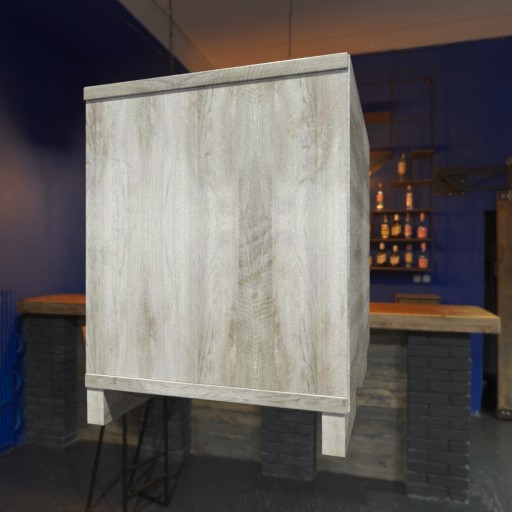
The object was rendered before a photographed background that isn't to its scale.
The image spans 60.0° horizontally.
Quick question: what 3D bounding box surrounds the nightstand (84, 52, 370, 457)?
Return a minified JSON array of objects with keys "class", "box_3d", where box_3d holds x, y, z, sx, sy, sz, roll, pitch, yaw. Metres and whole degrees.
[{"class":"nightstand","box_3d":[0.000,0.000,0.741,0.347,0.448,0.427,0,0,17]}]
